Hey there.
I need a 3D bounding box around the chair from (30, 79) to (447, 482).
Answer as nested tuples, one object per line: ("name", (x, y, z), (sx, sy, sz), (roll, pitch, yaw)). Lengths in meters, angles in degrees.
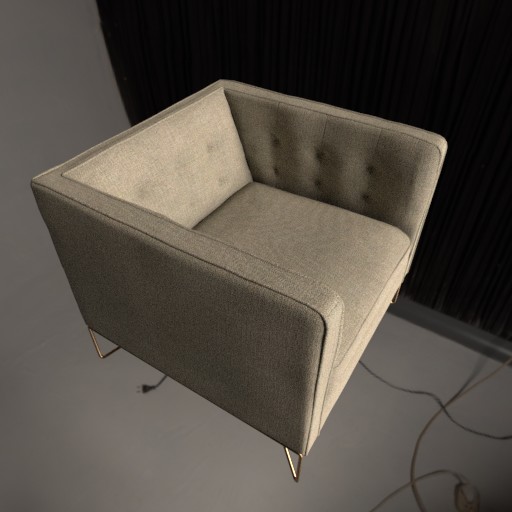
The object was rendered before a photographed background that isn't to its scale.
("chair", (0.000, 0.000, 1.552), (0.912, 0.799, 0.920), (23, 46, 24))
